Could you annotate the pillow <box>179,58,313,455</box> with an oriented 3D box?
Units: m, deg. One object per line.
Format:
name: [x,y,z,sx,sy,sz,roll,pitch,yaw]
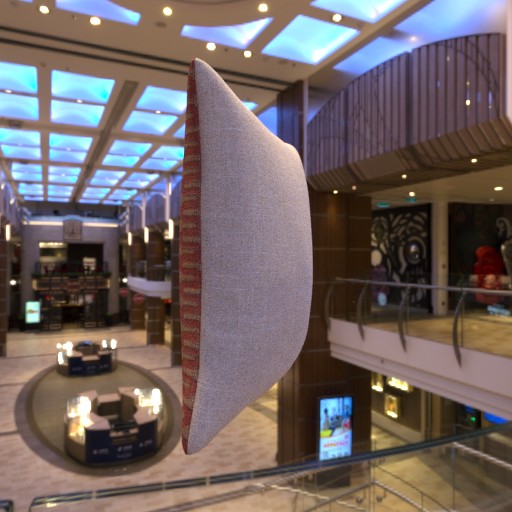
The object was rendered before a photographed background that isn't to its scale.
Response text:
pillow: [0.000,0.000,0.794,0.182,0.503,0.511,0,0,19]
